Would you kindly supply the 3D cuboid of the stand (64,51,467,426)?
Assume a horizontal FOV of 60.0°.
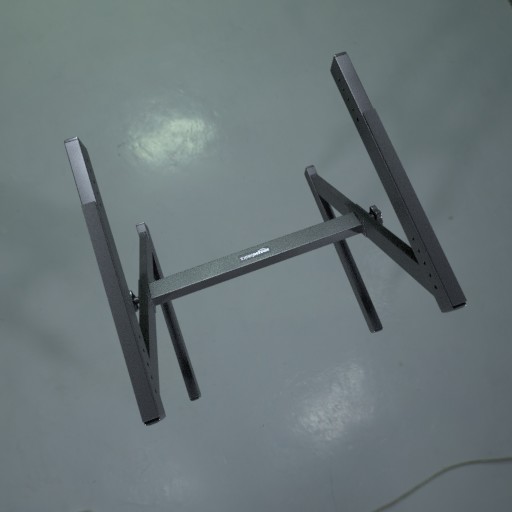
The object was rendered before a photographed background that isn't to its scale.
[{"bbox_3d":[0.000,0.000,1.154,0.700,0.617,0.586,-19,77,-5],"label":"stand"}]
